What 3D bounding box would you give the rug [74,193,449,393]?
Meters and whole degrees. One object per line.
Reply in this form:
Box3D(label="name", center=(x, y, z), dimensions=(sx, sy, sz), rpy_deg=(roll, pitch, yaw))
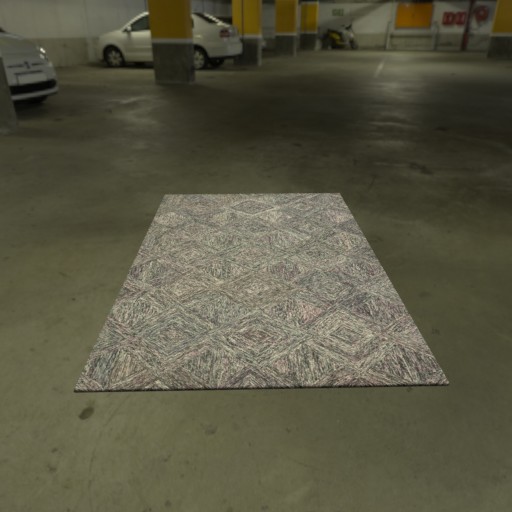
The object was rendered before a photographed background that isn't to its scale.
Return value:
Box3D(label="rug", center=(0.000, 0.000, 2.785), dimensions=(1.501, 0.017, 2.298), rpy_deg=(-1, 27, -1))
